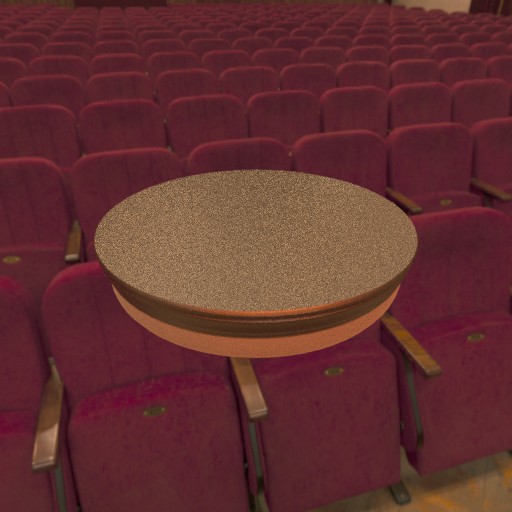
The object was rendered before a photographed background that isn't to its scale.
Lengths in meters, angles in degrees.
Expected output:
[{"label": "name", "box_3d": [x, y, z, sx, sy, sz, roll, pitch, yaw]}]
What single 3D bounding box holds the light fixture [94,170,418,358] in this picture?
[{"label": "light fixture", "box_3d": [0.000, 0.000, 0.550, 0.368, 0.100, 0.368, 0, 29, 0]}]
